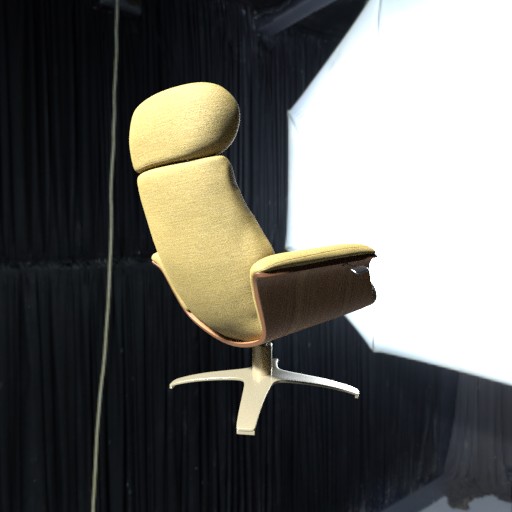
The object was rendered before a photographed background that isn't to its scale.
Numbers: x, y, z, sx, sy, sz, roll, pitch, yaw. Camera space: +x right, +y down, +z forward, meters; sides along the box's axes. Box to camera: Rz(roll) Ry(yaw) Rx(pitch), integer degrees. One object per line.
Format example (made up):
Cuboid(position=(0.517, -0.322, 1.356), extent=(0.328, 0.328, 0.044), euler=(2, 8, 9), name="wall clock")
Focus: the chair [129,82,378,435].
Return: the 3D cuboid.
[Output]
Cuboid(position=(0.000, 0.000, 1.585), extent=(0.837, 0.995, 0.785), euler=(-2, 3, -36), name="chair")
